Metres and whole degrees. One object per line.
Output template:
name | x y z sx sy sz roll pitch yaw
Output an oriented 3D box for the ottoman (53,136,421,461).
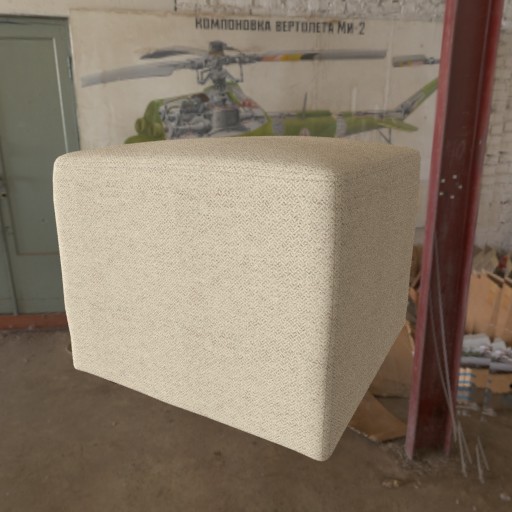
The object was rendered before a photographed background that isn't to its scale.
ottoman | 0.000 0.000 0.871 0.512 0.453 0.521 9 19 28
